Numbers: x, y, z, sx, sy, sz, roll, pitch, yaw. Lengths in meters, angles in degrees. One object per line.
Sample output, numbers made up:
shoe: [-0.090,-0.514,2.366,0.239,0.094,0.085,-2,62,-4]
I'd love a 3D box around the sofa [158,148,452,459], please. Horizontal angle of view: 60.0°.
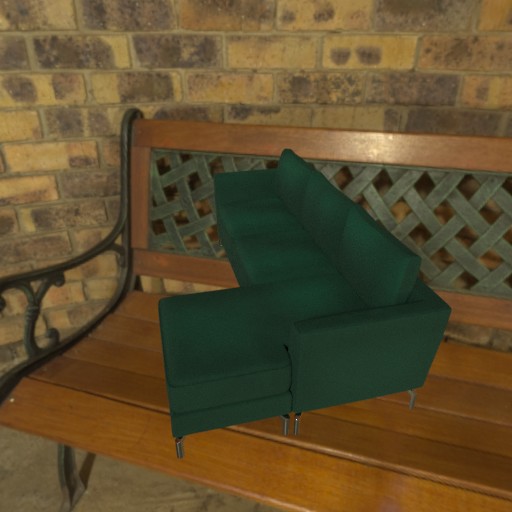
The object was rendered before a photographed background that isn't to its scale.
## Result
sofa: [0.000,0.000,3.269,1.489,1.007,2.441,-7,30,-13]
